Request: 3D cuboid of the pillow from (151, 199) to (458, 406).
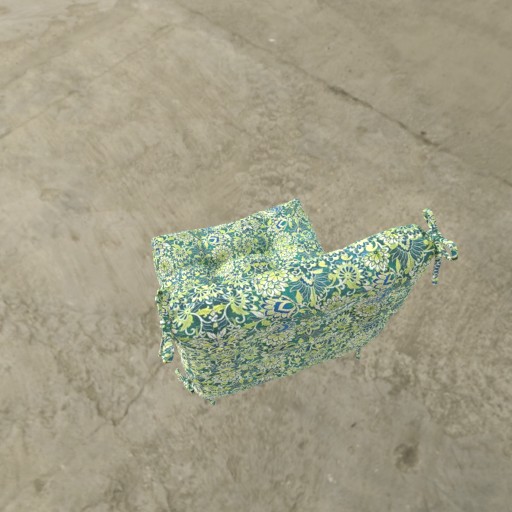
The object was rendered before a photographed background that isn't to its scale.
[{"bbox_3d":[0.000,0.000,1.027,0.519,0.605,0.571,-17,59,-10],"label":"pillow"}]
